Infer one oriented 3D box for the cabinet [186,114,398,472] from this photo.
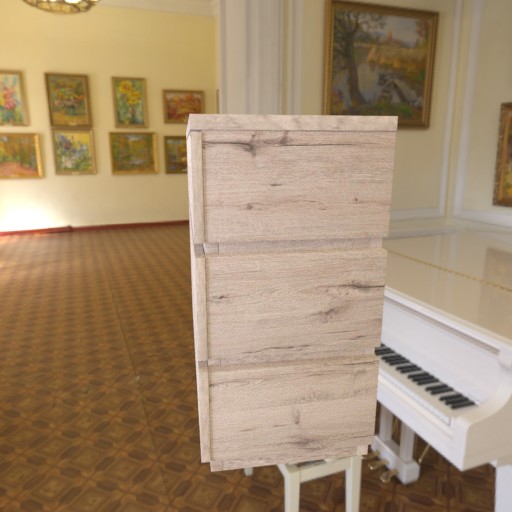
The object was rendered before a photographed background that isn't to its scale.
[{"bbox_3d":[0.000,0.000,1.465,0.420,0.820,1.040,-2,14,-9],"label":"cabinet"}]
